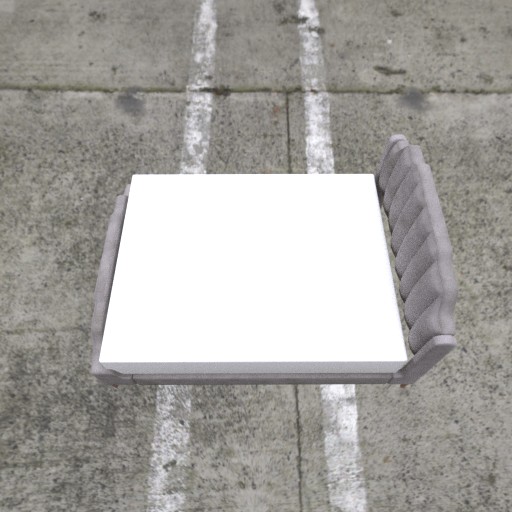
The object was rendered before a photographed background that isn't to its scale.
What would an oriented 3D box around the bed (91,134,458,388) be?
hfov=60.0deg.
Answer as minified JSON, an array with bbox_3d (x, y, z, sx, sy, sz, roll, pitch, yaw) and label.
[{"bbox_3d":[0.000,0.000,3.315,2.340,1.245,1.676,0,59,0],"label":"bed"}]
